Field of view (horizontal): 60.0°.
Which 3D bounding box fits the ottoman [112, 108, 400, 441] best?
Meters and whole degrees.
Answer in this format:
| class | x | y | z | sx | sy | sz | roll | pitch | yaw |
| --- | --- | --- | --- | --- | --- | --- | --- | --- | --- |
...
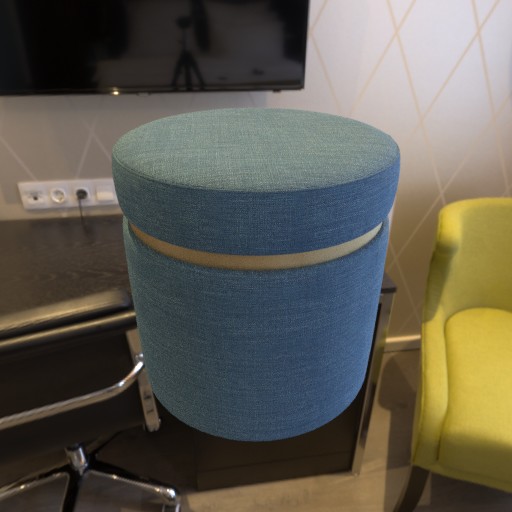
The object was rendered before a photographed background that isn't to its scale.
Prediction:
| class | x | y | z | sx | sy | sz | roll | pitch | yaw |
| --- | --- | --- | --- | --- | --- | --- | --- | --- | --- |
| ottoman | 0.000 | 0.000 | 0.714 | 0.398 | 0.406 | 0.398 | 0 | 30 | 0 |
